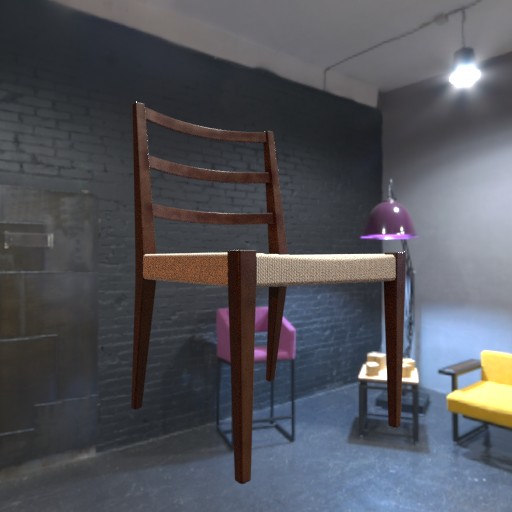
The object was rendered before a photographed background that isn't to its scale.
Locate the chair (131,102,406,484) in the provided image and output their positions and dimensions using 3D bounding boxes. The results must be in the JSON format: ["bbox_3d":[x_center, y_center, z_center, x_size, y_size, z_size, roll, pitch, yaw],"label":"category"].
[{"bbox_3d":[0.000,0.000,1.127,0.480,0.813,0.551,0,0,-36],"label":"chair"}]
